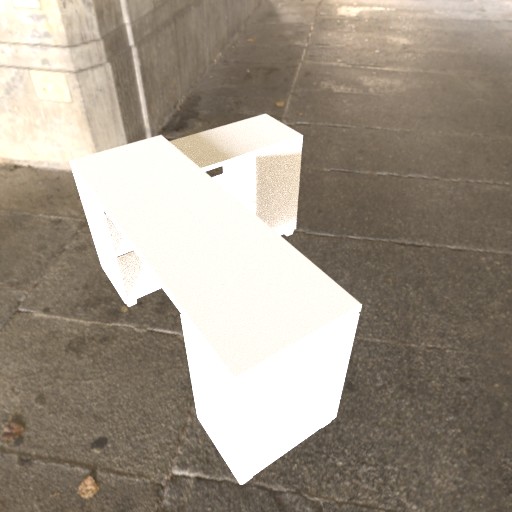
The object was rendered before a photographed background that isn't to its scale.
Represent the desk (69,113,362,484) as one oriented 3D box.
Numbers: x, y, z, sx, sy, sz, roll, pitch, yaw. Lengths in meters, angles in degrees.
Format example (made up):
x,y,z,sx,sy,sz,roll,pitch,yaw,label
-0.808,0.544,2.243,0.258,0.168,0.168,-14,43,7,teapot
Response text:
x,y,z,sx,sy,sz,roll,pitch,yaw,label
0.000,0.000,2.231,1.199,0.759,1.524,-24,46,-25,desk
